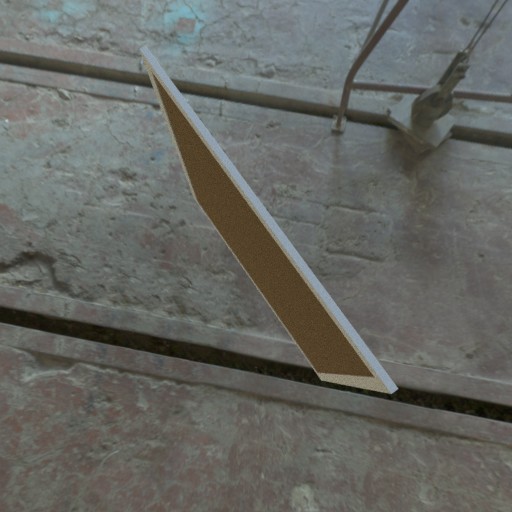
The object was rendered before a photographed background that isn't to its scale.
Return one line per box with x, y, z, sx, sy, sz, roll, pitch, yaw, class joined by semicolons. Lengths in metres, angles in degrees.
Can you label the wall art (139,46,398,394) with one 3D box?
0.000;0.000;1.212;0.015;0.812;0.812;-34;78;-8;wall art
